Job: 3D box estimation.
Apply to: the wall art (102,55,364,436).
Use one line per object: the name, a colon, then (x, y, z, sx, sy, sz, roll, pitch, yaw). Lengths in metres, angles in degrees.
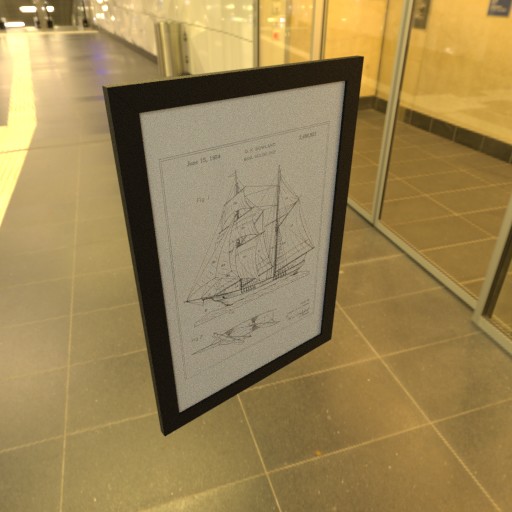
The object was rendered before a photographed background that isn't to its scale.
wall art: (0.000, 0.000, 0.582, 0.326, 0.459, 0.011, -22, 37, -31)
